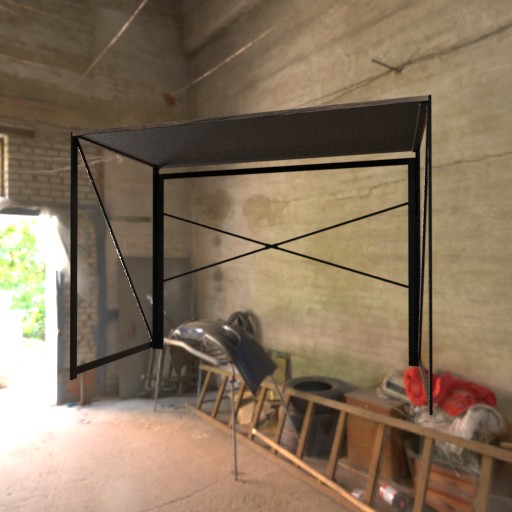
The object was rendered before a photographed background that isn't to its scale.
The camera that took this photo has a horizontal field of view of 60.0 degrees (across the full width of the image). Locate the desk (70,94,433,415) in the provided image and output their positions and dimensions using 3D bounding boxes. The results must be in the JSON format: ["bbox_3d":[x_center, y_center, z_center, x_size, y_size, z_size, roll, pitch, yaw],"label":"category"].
[{"bbox_3d":[0.000,0.000,1.422,1.015,0.747,0.505,0,-1,17],"label":"desk"}]
